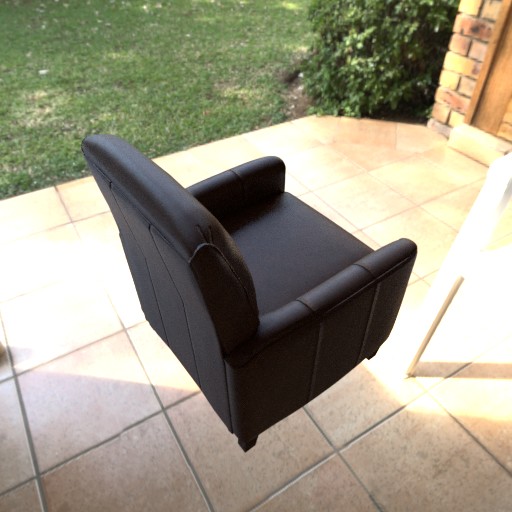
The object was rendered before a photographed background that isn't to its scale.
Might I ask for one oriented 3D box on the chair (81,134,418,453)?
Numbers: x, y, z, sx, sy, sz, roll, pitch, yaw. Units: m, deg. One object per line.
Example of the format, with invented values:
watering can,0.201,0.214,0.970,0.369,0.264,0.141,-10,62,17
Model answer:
chair,0.000,0.000,1.622,0.850,1.010,0.839,-27,48,-27
